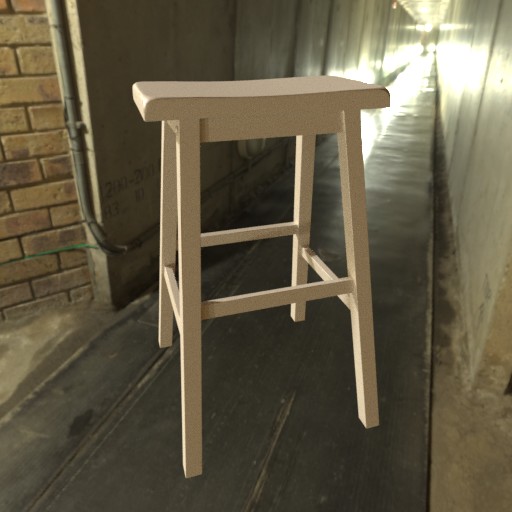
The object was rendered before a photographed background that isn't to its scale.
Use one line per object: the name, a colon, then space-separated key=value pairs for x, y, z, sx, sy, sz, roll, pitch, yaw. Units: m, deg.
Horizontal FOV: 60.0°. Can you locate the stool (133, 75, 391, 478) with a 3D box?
stool: x=0.000 y=0.000 z=1.014 sx=0.457 sy=0.737 sz=0.476 roll=-8 pitch=29 yaw=-16
